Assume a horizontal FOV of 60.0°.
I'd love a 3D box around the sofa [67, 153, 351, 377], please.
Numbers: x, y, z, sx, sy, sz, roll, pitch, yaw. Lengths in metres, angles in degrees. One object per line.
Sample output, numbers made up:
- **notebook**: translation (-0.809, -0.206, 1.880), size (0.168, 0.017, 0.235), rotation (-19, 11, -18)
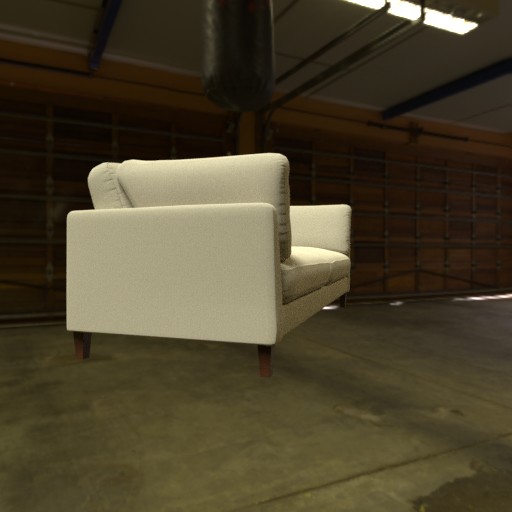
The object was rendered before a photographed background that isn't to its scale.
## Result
- **sofa**: translation (0.000, 0.000, 2.784), size (0.957, 0.863, 2.301), rotation (0, 1, 19)
